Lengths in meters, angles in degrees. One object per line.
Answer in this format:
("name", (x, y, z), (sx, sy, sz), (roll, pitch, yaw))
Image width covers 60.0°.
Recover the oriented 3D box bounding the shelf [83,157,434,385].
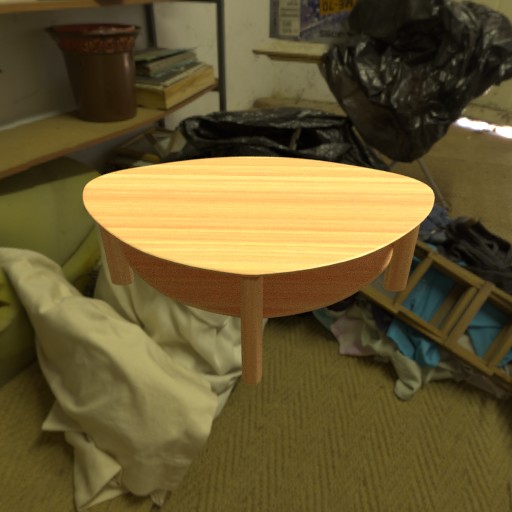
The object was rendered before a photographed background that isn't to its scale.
("shelf", (0.000, 0.000, 1.618), (1.246, 0.440, 0.845), (1, 33, 2))
